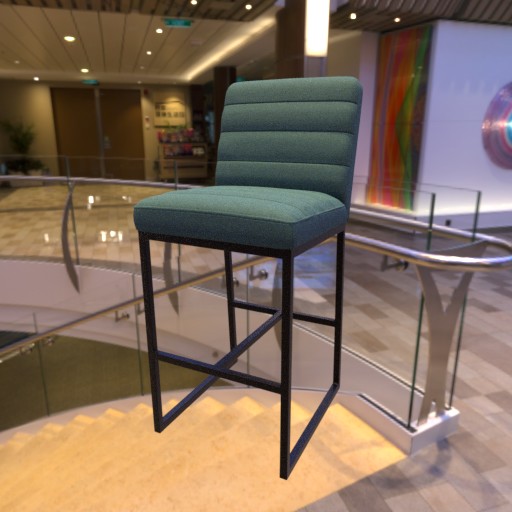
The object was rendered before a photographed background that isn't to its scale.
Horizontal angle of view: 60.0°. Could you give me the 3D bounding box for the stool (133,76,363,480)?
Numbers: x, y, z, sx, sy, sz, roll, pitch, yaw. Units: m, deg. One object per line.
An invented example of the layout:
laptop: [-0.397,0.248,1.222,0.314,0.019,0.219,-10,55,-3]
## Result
stool: [0.000,0.000,1.334,0.460,1.040,0.560,8,18,26]
